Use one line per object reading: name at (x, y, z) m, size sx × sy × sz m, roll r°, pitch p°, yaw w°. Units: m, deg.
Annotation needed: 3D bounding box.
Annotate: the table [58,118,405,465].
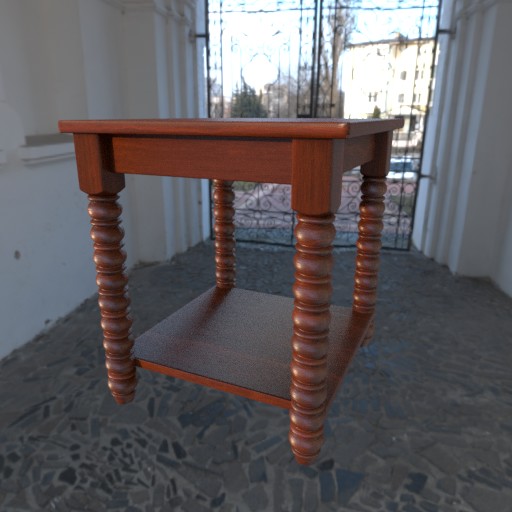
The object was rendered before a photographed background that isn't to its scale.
table at (0.000, 0.000, 0.962) m, size 0.500 × 0.567 × 0.533 m, roll 8°, pitch 19°, yaw 24°
